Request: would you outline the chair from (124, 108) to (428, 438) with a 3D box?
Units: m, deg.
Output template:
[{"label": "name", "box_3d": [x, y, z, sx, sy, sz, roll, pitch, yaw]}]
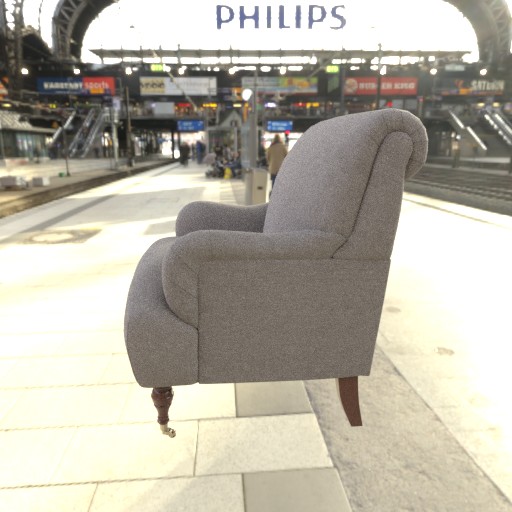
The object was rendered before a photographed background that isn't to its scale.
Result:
[{"label": "chair", "box_3d": [0.000, 0.000, 1.537, 0.843, 0.942, 0.766, -2, 14, -7]}]
